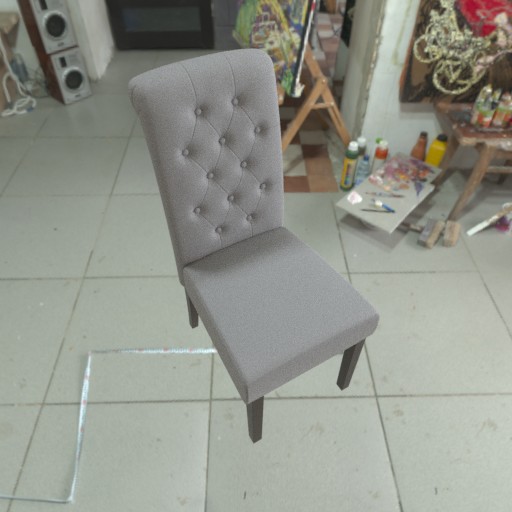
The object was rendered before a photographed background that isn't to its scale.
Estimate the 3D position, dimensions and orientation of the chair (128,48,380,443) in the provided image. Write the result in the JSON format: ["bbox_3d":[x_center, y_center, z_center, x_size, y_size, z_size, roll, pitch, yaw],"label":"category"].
[{"bbox_3d":[0.000,0.000,1.367,0.456,1.006,0.671,-23,50,-21],"label":"chair"}]
